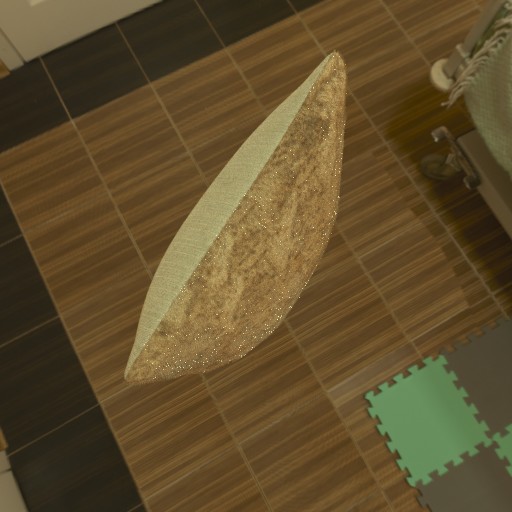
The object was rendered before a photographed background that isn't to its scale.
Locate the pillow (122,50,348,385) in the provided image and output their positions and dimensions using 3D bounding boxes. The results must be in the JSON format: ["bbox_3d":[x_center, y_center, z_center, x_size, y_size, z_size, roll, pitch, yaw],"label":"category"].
[{"bbox_3d":[0.000,0.000,0.816,0.216,0.525,0.538,31,78,7],"label":"pillow"}]
